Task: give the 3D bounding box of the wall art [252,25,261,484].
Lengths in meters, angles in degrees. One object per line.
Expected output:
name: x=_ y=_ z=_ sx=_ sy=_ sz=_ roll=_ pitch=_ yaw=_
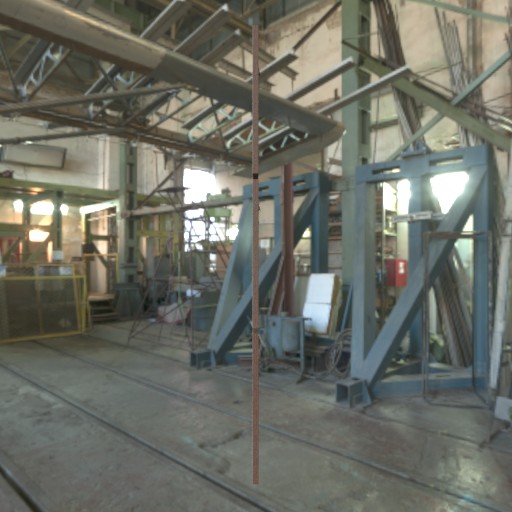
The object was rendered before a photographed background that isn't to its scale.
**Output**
wall art: x=0.000 y=0.000 z=1.787 sx=0.024 sy=1.218 sz=1.221 roll=0 pitch=-1 yaw=0
